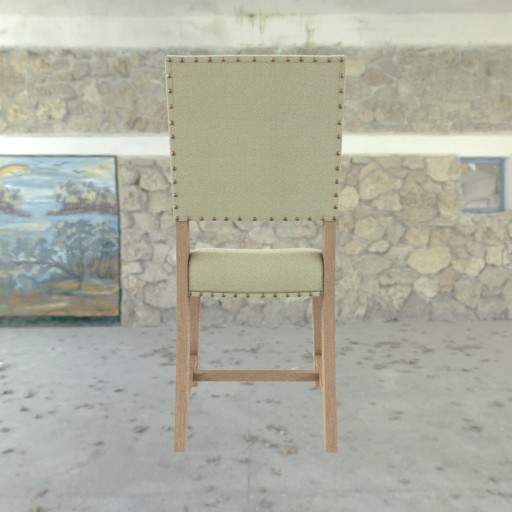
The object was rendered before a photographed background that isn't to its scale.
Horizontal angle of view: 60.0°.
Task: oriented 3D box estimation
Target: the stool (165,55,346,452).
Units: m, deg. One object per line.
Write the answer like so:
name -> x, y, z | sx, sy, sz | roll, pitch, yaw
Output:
stool -> 0.000, 0.000, 1.358 | 0.508, 0.986, 0.623 | 0, 2, 0
